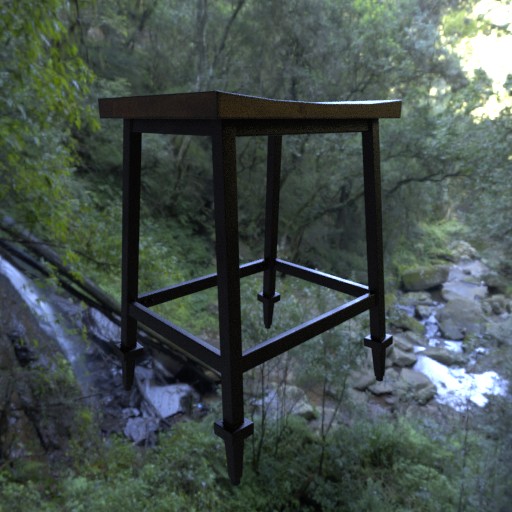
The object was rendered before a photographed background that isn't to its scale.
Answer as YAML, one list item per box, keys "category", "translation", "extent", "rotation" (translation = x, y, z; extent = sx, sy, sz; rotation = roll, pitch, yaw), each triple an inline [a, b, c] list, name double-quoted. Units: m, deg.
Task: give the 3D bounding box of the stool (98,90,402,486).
- category: "stool"
  translation: [0.000, 0.000, 0.936]
  extent: [0.486, 0.625, 0.405]
  rotation: [-16, 23, -41]
